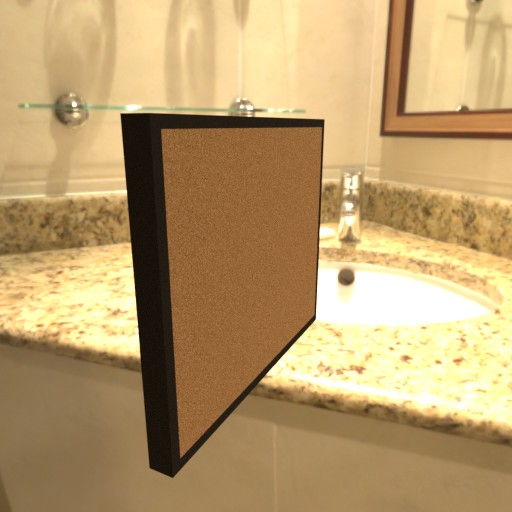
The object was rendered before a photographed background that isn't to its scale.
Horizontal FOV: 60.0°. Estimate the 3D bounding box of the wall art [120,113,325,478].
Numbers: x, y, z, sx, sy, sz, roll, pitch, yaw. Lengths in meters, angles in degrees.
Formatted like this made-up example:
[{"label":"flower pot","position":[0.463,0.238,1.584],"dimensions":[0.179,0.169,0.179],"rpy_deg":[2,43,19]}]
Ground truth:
[{"label":"wall art","position":[0.000,0.000,0.544],"dimensions":[0.028,0.325,0.397],"rpy_deg":[8,18,26]}]
